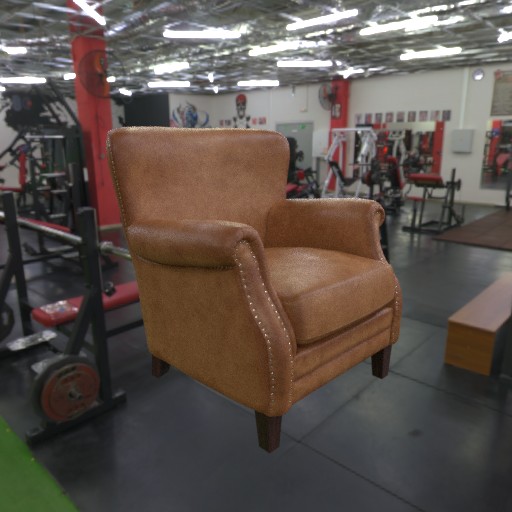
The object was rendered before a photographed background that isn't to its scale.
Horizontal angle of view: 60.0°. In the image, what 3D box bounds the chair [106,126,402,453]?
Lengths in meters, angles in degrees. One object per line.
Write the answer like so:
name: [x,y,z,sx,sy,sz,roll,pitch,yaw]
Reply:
chair: [0.000,0.000,1.662,0.861,0.936,0.921,-14,21,-43]
